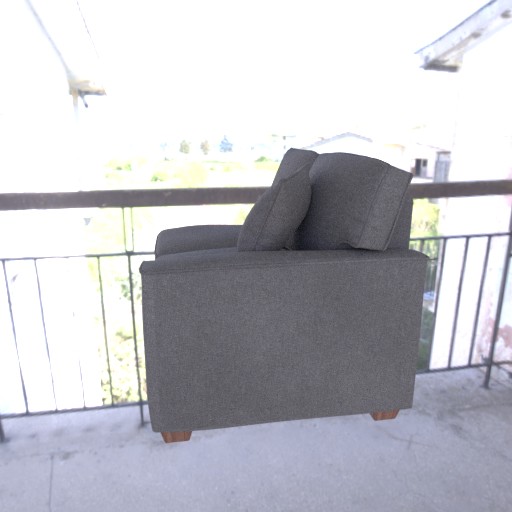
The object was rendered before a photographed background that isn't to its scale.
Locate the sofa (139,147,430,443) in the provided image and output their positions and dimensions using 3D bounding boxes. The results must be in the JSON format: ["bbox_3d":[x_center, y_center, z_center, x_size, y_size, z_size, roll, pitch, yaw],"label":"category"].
[{"bbox_3d":[0.000,0.000,2.123,0.991,0.989,1.388,-2,15,-9],"label":"sofa"}]
